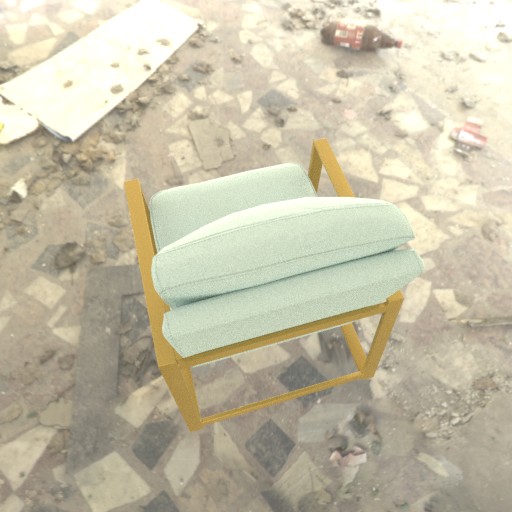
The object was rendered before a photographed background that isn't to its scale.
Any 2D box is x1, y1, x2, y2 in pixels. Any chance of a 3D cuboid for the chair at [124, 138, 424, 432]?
[{"bbox_3d":[0.000,0.000,1.526,0.758,0.956,0.813,-14,60,-8],"label":"chair"}]
